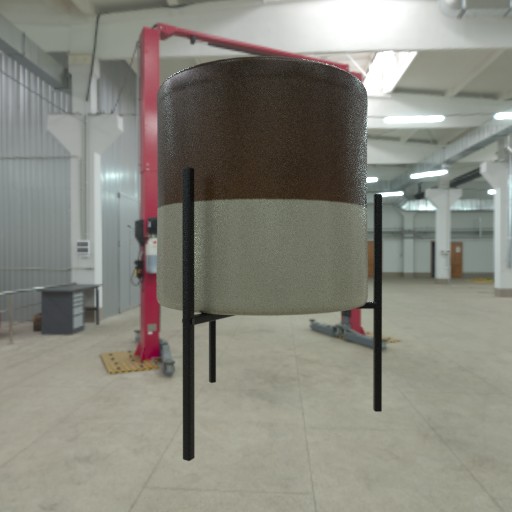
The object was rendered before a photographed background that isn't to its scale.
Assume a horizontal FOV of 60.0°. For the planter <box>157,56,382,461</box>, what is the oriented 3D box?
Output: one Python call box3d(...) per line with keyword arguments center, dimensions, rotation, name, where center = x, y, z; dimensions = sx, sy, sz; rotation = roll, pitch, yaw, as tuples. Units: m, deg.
box3d(center=(0.000, 0.000, 0.542), dimensions=(0.255, 0.375, 0.269), rotation=(0, 1, -32), name="planter")
